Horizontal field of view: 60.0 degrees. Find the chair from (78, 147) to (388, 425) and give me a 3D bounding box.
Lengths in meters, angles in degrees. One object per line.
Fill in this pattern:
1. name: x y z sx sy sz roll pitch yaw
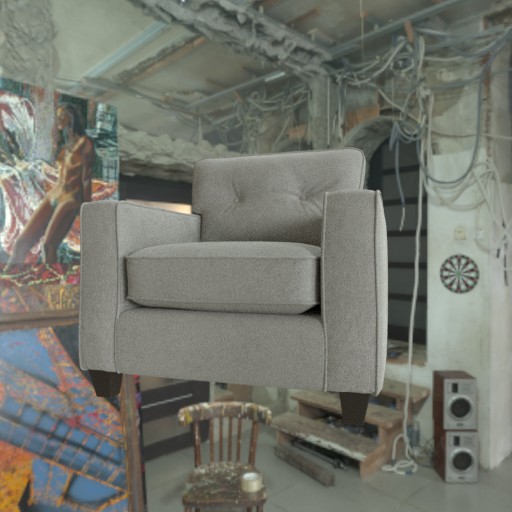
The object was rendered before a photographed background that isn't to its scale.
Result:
1. chair: 0.000 0.000 1.784 1.015 0.965 0.939 0 0 17
